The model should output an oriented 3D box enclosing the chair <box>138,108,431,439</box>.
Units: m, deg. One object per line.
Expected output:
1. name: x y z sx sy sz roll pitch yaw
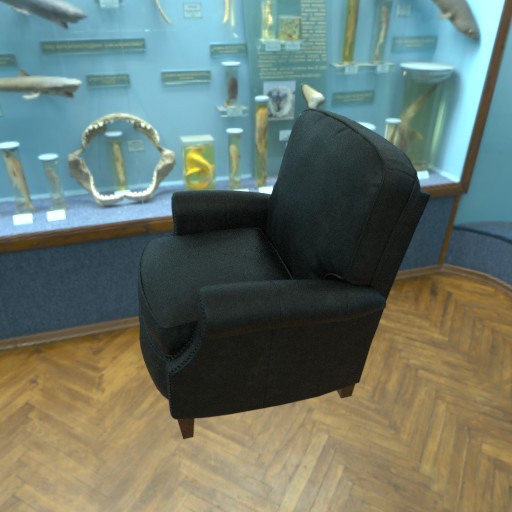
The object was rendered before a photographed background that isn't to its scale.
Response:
1. chair: 0.000 0.000 1.753 0.986 1.018 0.936 -8 32 -13
